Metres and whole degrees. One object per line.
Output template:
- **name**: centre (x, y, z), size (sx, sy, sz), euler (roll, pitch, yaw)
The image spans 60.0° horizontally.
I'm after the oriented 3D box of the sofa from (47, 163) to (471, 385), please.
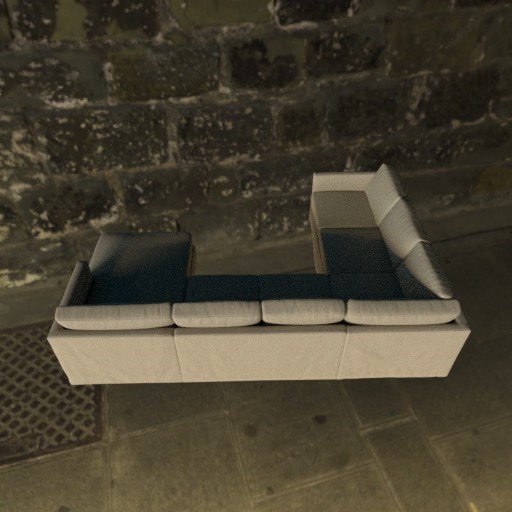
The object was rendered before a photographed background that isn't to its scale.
- **sofa**: centre (0.000, 0.000, 4.618), size (3.460, 0.882, 2.427), euler (-1, 43, -1)
